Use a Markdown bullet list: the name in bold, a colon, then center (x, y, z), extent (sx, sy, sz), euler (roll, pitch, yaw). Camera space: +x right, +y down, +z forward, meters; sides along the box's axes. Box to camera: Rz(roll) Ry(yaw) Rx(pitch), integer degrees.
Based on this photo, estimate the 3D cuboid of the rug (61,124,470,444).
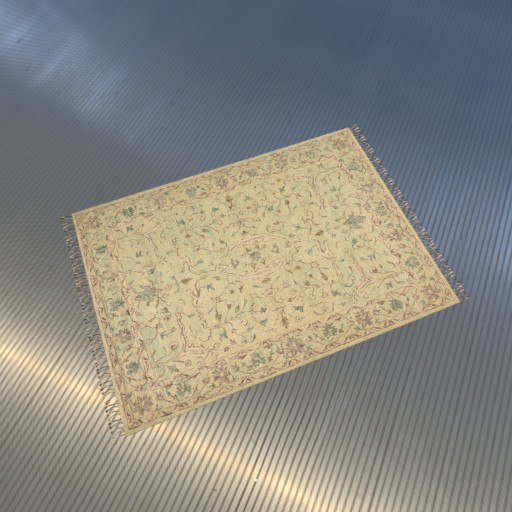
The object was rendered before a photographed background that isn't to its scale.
- **rug**: center (0.000, 0.000, 2.305), extent (1.802, 0.008, 1.247), euler (-19, 65, -10)
